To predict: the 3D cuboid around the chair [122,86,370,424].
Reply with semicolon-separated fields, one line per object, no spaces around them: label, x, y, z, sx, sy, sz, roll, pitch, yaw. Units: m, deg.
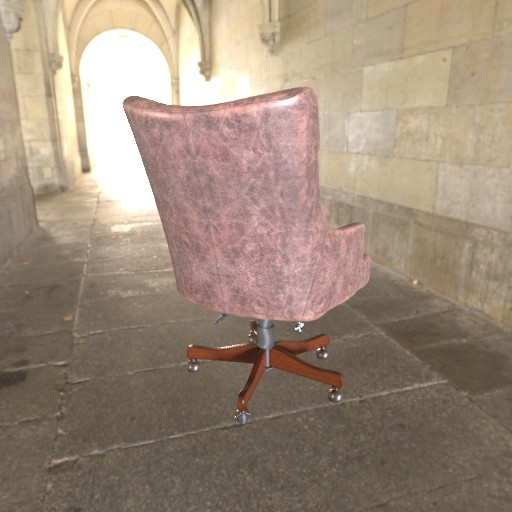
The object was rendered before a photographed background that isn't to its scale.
chair;0.000;0.000;1.531;0.641;1.035;0.762;8;18;26
